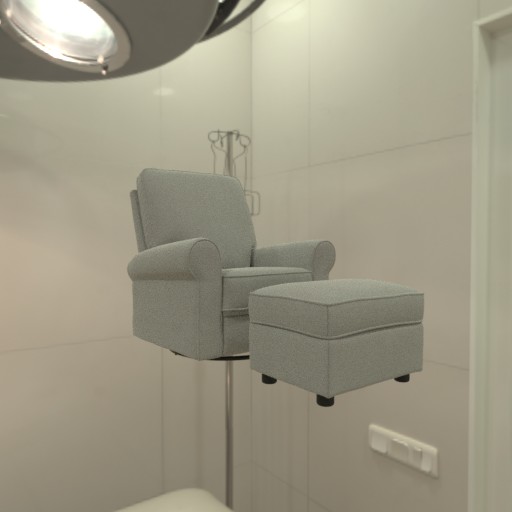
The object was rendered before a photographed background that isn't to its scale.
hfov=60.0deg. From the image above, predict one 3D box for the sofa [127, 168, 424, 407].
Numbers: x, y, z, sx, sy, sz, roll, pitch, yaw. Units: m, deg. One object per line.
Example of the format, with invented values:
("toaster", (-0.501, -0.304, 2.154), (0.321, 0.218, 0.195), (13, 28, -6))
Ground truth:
("sofa", (0.000, 0.000, 2.119), (0.880, 0.959, 1.478), (-1, 2, -37))
